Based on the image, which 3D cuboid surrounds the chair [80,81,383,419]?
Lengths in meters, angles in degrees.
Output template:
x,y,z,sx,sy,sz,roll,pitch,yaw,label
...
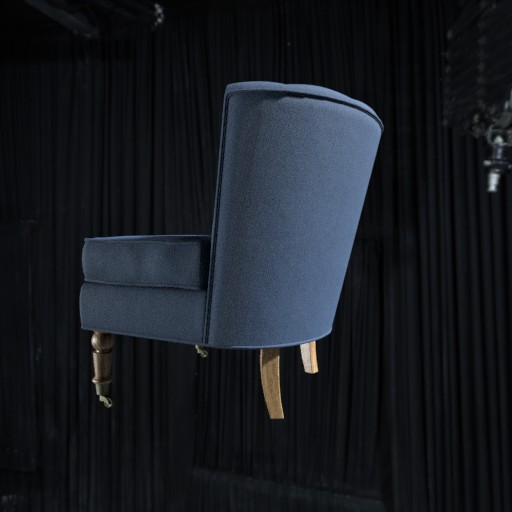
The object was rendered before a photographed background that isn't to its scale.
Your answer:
x,y,z,sx,sy,sz,roll,pitch,yaw,label
0.000,0.000,1.304,0.718,0.771,0.740,0,1,19,chair
